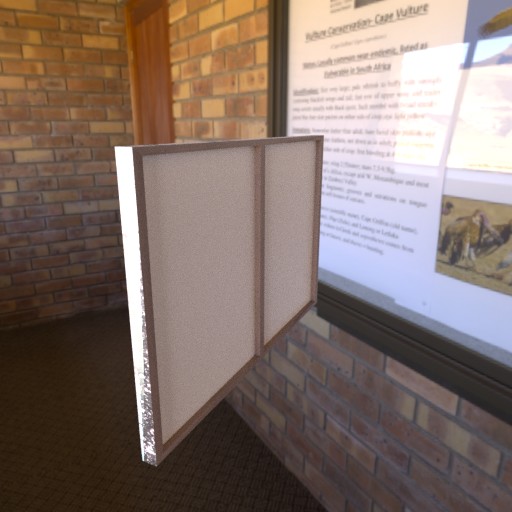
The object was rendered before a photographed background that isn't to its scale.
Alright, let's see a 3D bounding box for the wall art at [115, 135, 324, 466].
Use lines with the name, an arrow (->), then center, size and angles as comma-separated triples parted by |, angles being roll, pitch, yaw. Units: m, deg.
wall art -> 0.000, 0.000, 1.170 | 0.038, 0.598, 0.919 | 8, 18, 26
